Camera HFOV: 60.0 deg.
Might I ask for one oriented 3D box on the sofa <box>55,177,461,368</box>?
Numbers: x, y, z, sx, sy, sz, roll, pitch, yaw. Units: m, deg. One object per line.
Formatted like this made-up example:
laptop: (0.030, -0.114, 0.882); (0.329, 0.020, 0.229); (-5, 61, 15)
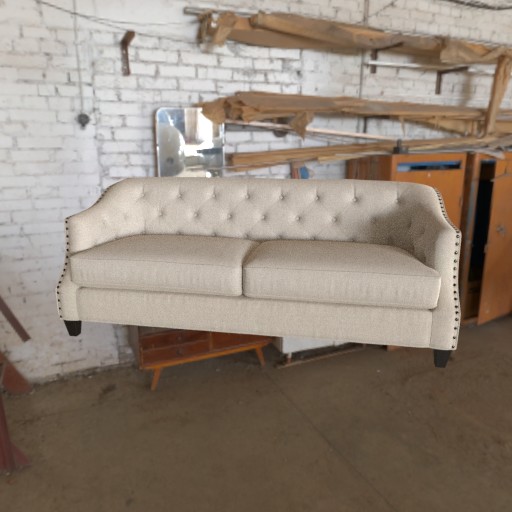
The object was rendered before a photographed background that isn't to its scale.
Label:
sofa: (0.000, 0.000, 2.773); (2.235, 0.901, 0.914); (3, 15, 10)
